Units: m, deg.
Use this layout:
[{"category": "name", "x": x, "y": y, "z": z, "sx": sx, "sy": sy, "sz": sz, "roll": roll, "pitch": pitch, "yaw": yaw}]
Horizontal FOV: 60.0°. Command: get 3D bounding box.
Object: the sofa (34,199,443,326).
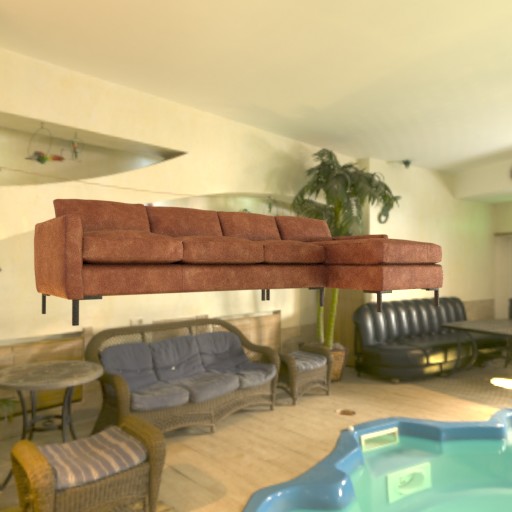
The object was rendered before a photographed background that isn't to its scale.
[{"category": "sofa", "x": 0.000, "y": 0.000, "z": 3.535, "sx": 2.993, "sy": 0.859, "sz": 1.471, "roll": 1, "pitch": -1, "yaw": -36}]
